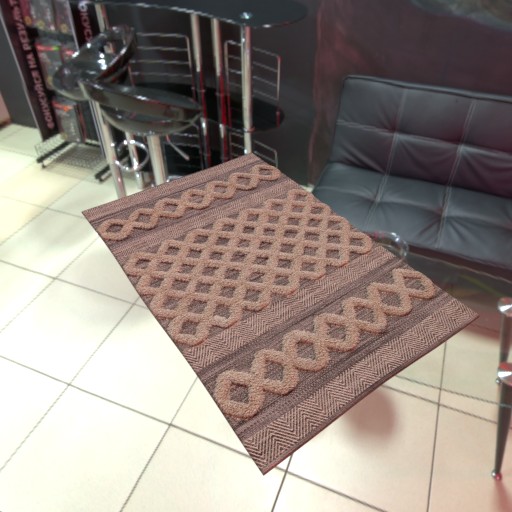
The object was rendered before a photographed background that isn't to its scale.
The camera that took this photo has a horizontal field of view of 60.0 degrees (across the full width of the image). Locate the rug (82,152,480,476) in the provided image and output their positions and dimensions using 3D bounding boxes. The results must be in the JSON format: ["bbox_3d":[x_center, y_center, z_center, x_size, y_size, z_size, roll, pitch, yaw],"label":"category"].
[{"bbox_3d":[0.000,0.000,2.302,1.222,0.030,1.823,-25,48,-25],"label":"rug"}]
